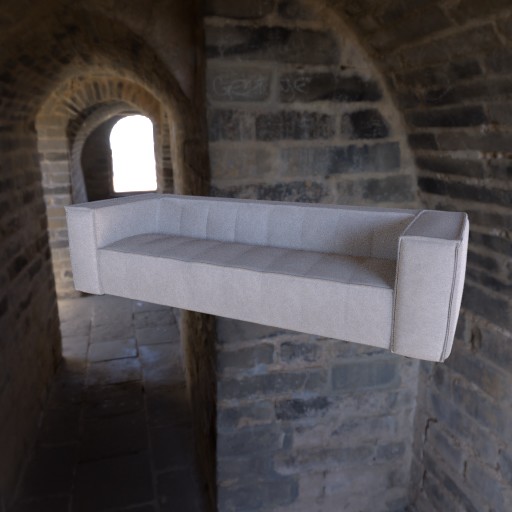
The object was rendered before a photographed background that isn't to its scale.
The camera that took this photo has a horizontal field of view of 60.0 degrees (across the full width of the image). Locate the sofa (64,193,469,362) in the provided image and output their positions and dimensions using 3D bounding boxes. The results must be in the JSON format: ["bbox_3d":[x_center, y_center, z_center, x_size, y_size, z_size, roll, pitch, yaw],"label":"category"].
[{"bbox_3d":[0.000,0.000,3.155,2.697,0.680,1.038,7,16,26],"label":"sofa"}]
